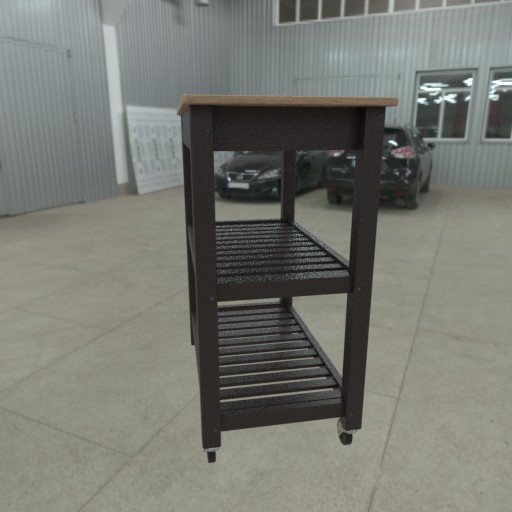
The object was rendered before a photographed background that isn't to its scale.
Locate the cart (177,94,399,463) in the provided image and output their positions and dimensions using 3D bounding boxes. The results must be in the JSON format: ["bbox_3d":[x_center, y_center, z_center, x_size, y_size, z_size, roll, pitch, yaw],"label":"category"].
[{"bbox_3d":[0.000,0.000,1.449,0.457,0.927,0.899,-3,16,-10],"label":"cart"}]
